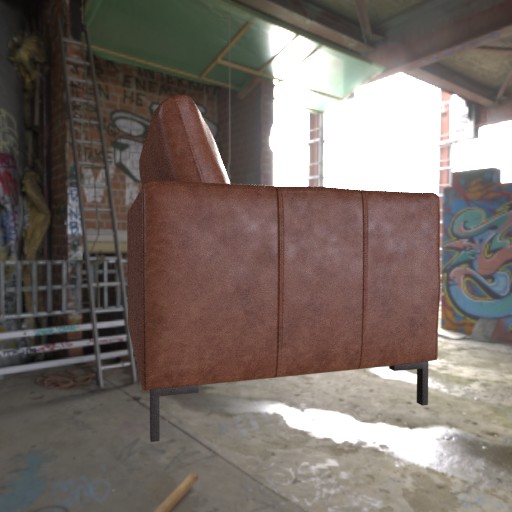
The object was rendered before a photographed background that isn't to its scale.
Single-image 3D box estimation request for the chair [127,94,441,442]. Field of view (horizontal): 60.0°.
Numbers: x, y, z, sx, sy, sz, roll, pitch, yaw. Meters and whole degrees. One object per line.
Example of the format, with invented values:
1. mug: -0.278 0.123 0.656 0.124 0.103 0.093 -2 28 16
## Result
1. chair: 0.000 0.000 1.602 0.862 0.869 0.967 0 1 -18
